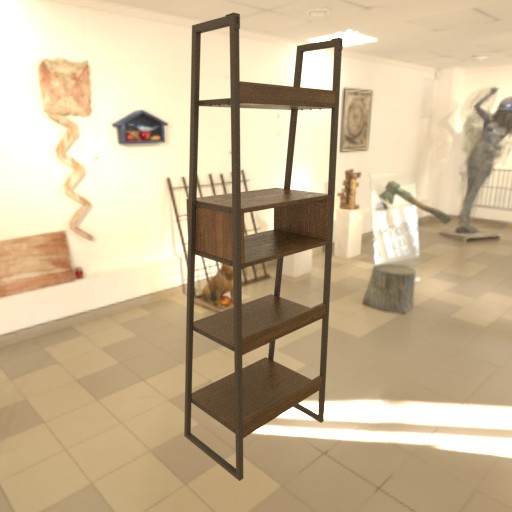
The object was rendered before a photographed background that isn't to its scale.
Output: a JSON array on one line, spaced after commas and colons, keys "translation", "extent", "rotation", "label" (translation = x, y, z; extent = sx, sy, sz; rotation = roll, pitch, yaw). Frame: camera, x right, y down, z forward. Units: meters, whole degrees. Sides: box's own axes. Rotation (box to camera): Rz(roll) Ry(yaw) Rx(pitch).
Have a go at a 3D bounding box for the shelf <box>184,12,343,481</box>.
[{"translation": [0.000, 0.000, 2.204], "extent": [0.652, 2.005, 0.454], "rotation": [-15, 22, -42], "label": "shelf"}]
